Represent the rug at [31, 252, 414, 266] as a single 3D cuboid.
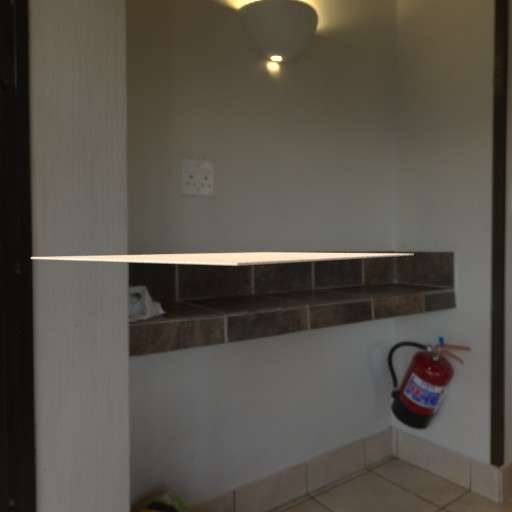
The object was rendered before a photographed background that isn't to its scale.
[{"bbox_3d":[0.000,0.000,3.146,1.531,0.014,2.441,1,2,35],"label":"rug"}]
